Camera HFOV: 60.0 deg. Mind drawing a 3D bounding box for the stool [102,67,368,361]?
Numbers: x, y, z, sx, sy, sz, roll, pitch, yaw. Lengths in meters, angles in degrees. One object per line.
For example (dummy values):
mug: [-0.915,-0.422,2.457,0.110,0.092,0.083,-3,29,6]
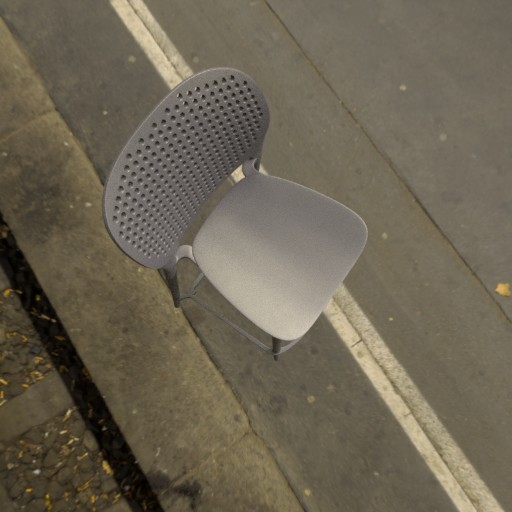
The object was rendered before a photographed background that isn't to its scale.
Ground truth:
stool: [0.000,0.000,1.335,0.535,1.045,0.536,35,79,8]
